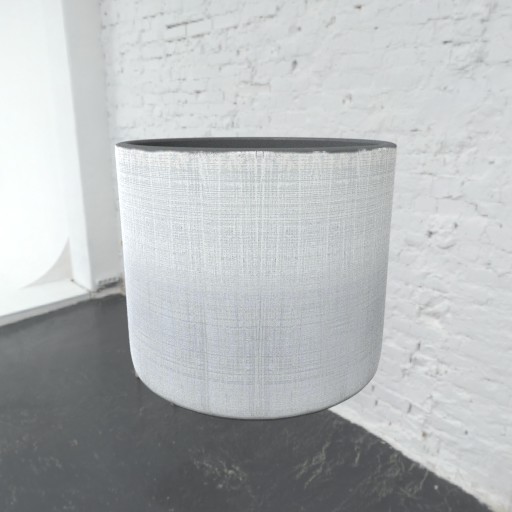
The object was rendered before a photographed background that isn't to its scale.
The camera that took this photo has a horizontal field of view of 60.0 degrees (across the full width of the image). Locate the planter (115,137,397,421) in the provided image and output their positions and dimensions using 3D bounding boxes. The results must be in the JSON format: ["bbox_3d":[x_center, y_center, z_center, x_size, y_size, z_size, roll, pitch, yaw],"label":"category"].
[{"bbox_3d":[0.000,0.000,0.440,0.254,0.221,0.254,0,17,0],"label":"planter"}]
